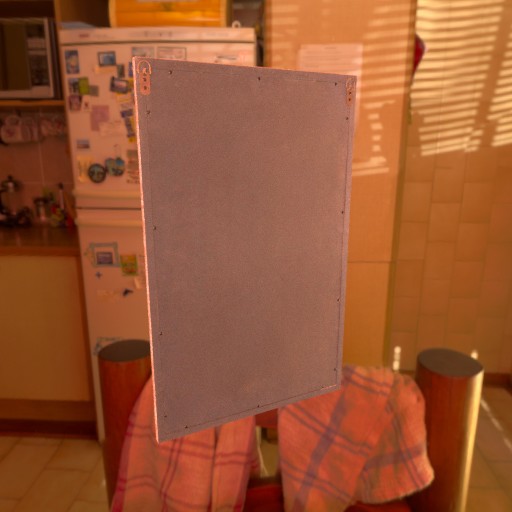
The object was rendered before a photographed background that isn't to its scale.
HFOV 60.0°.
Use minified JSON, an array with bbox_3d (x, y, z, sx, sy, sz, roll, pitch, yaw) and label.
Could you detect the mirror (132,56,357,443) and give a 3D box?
[{"bbox_3d":[0.000,0.000,0.995,0.495,0.787,0.058,-7,16,-26],"label":"mirror"}]
